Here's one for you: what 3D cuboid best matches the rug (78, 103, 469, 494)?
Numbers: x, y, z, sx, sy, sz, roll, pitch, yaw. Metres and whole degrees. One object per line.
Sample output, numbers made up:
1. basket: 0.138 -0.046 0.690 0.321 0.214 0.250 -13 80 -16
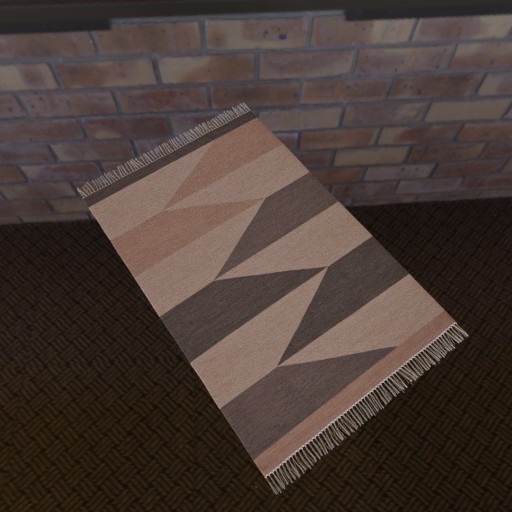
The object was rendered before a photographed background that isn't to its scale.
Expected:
1. rug: 0.000 0.000 2.455 1.224 0.027 2.021 -33 67 -16
